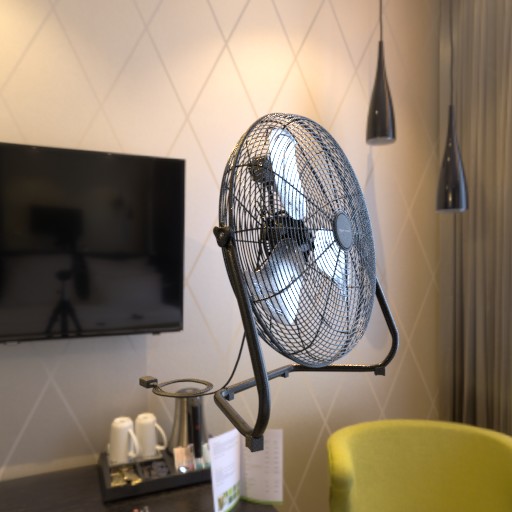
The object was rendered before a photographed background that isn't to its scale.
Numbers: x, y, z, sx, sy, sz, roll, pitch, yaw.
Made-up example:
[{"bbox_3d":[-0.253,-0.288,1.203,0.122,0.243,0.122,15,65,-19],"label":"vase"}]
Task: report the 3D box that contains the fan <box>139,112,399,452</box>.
[{"bbox_3d":[0.000,0.000,1.025,0.470,0.605,0.595,0,0,36],"label":"fan"}]
